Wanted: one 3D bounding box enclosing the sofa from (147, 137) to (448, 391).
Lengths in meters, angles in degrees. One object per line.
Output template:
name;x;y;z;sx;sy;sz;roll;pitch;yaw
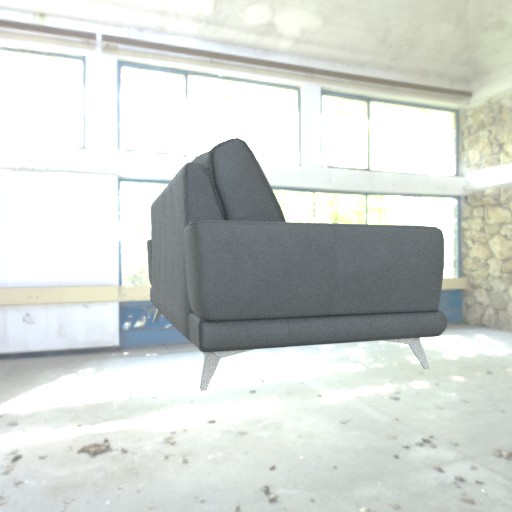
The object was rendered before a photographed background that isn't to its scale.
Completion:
sofa;0.000;0.000;2.404;1.018;0.907;1.806;0;0;-19
